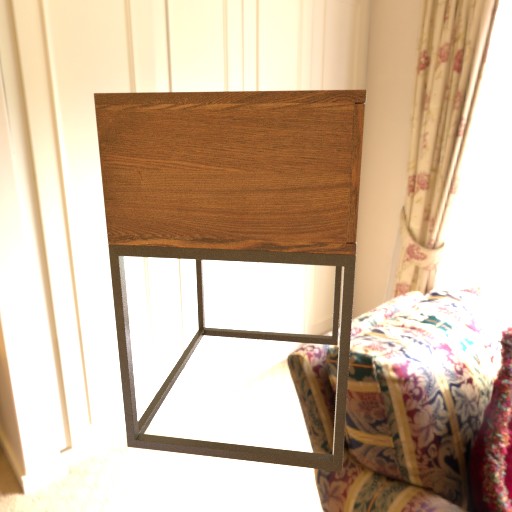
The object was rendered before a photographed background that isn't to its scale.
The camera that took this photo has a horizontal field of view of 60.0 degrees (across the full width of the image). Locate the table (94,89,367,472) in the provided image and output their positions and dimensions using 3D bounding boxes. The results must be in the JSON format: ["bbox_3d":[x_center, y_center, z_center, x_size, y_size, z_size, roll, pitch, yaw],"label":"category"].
[{"bbox_3d":[0.000,0.000,0.924,0.400,0.610,0.482,3,16,9],"label":"table"}]
